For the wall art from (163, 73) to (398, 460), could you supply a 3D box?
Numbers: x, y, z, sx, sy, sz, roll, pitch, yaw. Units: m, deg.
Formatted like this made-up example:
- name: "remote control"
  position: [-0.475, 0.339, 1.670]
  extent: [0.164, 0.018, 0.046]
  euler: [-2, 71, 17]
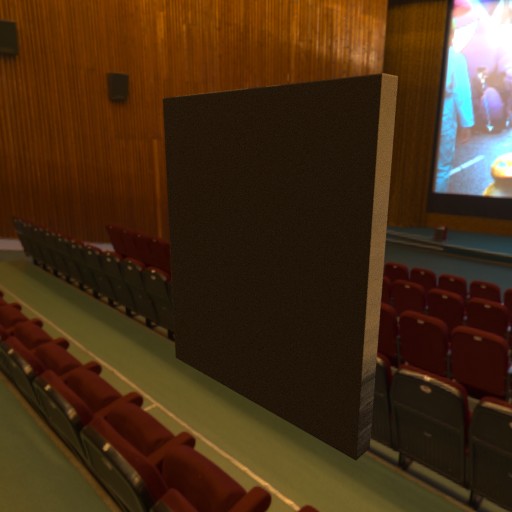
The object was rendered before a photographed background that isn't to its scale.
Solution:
- name: "wall art"
  position: [0.000, 0.000, 0.722]
  extent: [0.435, 0.511, 0.037]
  euler: [14, 20, 43]
